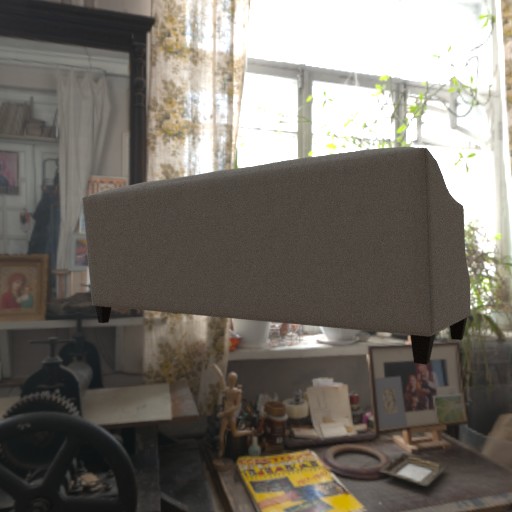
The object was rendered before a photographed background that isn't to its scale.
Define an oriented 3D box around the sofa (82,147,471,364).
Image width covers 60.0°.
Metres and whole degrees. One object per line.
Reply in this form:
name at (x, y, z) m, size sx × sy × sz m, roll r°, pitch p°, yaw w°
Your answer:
sofa at (0.000, 0.000, 2.691) m, size 2.235 × 0.901 × 0.914 m, roll -1°, pitch -1°, yaw 35°
